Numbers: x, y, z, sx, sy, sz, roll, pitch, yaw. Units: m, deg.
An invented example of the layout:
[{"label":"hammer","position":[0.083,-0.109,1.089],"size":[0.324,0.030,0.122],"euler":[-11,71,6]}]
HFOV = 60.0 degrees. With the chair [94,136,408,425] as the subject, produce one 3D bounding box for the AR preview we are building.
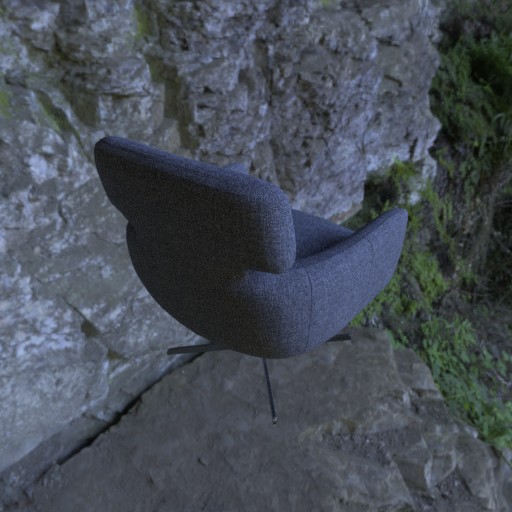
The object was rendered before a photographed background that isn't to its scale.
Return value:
[{"label":"chair","position":[0.000,0.000,1.380],"size":[0.706,0.812,0.715],"euler":[23,38,32]}]
